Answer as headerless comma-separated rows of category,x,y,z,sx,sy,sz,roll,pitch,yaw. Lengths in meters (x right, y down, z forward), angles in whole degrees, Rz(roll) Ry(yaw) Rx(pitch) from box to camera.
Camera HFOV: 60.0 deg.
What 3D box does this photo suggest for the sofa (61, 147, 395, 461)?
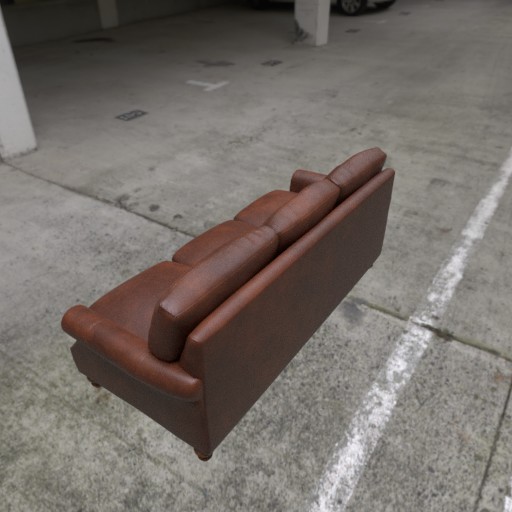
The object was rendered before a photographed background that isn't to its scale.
sofa,0.000,0.000,2.829,0.973,0.977,2.351,20,38,29
